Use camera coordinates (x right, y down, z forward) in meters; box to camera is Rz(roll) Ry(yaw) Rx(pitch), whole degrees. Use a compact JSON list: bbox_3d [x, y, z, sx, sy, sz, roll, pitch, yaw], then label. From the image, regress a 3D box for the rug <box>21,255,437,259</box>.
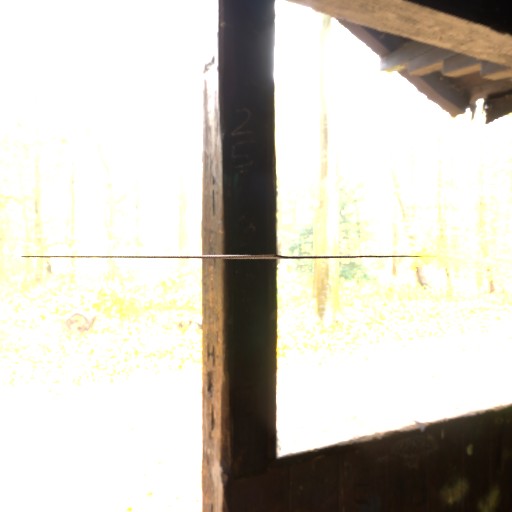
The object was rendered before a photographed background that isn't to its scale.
[{"bbox_3d":[0.000,0.000,4.064,2.431,0.021,3.057,0,0,36],"label":"rug"}]
